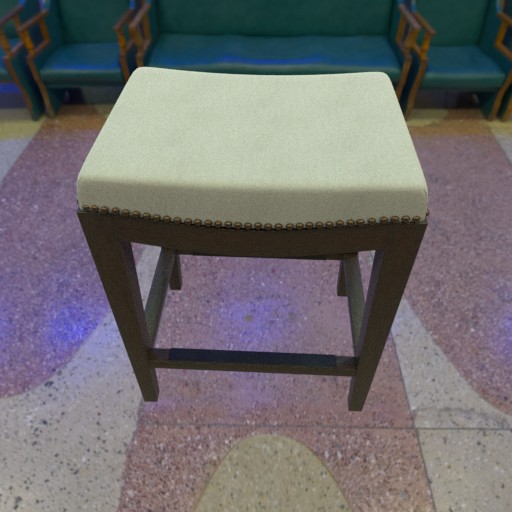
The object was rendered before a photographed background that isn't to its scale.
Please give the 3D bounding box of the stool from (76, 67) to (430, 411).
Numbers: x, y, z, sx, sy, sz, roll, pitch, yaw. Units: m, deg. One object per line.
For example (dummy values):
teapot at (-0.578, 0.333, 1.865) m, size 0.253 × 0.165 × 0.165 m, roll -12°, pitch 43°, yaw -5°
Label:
stool at (0.000, 0.000, 0.913) m, size 0.500 × 0.642 × 0.361 m, roll 2°, pitch 47°, yaw 2°
